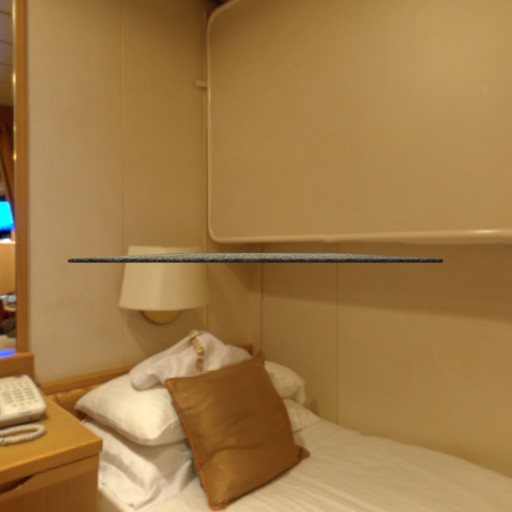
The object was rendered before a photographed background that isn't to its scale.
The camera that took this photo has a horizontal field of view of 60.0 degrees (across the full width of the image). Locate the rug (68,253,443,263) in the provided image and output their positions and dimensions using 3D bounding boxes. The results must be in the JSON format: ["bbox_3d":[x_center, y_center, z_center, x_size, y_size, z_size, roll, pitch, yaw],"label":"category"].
[{"bbox_3d":[0.000,0.000,2.902,1.478,0.017,2.330,0,1,0],"label":"rug"}]
